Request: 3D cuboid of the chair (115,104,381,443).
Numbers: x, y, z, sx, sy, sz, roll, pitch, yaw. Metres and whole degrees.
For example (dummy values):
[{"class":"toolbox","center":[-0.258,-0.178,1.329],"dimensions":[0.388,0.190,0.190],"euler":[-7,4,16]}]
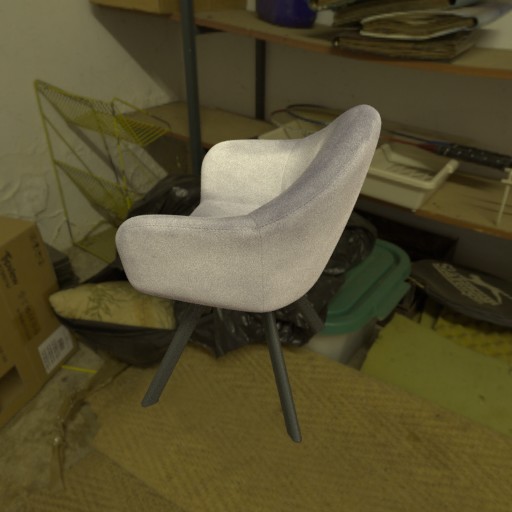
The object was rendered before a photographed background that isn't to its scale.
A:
[{"class":"chair","center":[0.000,0.000,1.167],"dimensions":[0.540,0.780,0.570],"euler":[8,32,13]}]
